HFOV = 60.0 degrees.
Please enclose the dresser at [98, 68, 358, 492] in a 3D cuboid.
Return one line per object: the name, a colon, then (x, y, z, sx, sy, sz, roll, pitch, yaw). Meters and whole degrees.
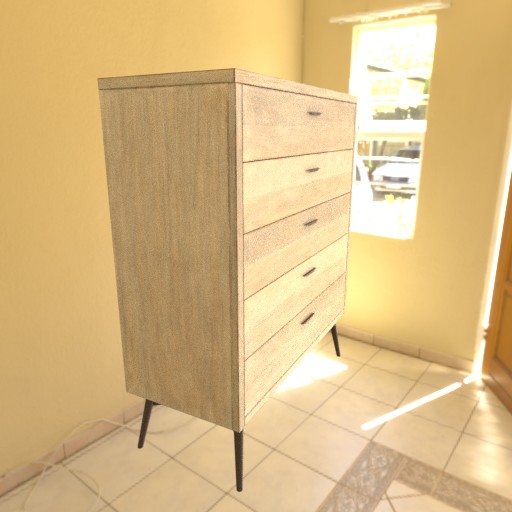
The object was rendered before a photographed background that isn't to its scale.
dresser: (0.000, 0.000, 1.724, 0.457, 1.219, 1.016, 8, 18, 27)
